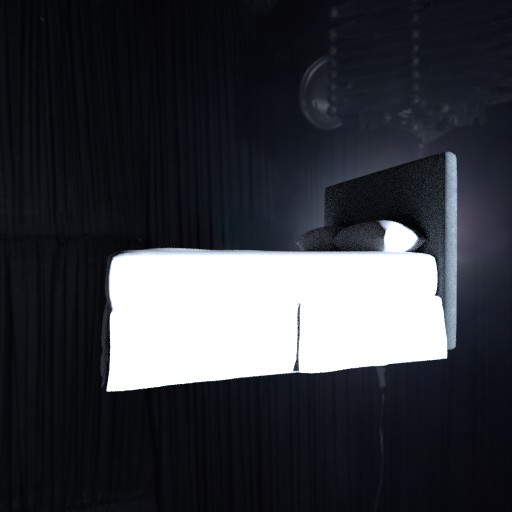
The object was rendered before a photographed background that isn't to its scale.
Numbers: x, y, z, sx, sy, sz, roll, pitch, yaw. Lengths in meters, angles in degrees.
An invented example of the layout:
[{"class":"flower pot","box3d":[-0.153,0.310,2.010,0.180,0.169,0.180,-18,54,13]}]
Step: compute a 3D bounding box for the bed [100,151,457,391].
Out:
[{"class":"bed","box3d":[0.000,0.000,3.234,2.142,1.330,1.713,0,1,-18]}]
